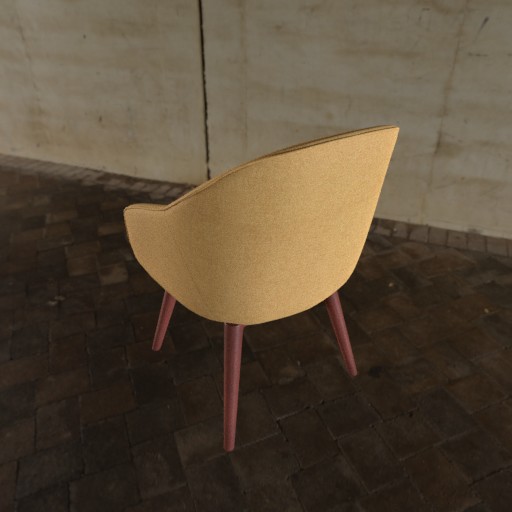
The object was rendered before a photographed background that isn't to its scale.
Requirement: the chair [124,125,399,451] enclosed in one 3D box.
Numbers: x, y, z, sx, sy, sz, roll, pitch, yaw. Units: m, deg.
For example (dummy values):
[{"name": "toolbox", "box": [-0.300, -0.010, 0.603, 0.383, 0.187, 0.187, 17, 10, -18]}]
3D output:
[{"name": "chair", "box": [0.000, 0.000, 1.228, 0.596, 0.823, 0.635, -20, 36, -30]}]
